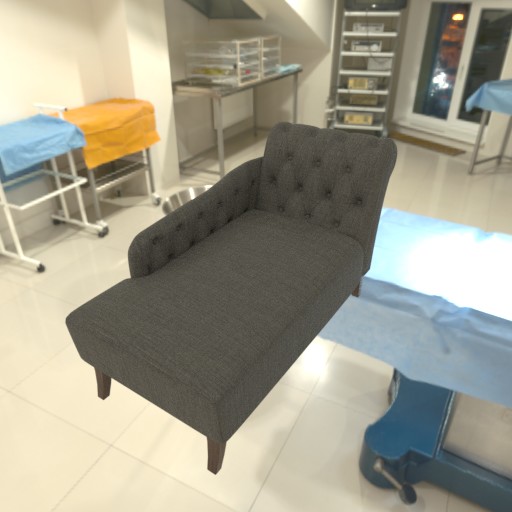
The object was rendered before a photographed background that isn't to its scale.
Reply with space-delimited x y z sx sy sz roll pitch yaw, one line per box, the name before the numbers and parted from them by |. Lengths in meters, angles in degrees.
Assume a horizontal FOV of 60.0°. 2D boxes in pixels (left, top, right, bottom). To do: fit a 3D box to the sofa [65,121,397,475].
sofa | 0.000 0.000 1.829 0.675 0.787 1.379 19 36 29
